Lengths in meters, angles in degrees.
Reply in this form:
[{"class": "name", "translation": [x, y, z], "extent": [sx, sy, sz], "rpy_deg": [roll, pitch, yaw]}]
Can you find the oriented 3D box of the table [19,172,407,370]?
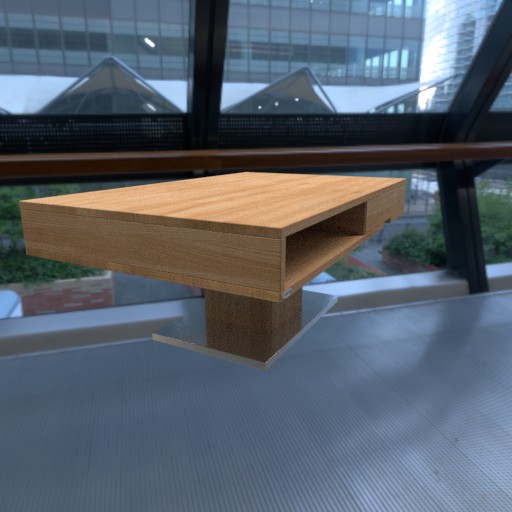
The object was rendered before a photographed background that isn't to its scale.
[{"class": "table", "translation": [0.000, 0.000, 1.427], "extent": [0.700, 0.440, 1.100], "rpy_deg": [8, 17, 28]}]
